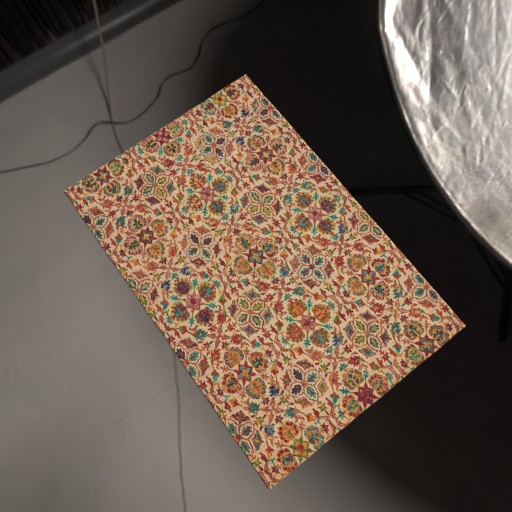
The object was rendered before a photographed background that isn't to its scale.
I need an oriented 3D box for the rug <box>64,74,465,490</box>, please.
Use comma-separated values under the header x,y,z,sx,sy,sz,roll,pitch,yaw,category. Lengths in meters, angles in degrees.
x,y,z,sx,sy,sz,roll,pitch,yaw,category
0.000,0.000,2.880,1.541,0.018,2.297,-36,78,-9,rug
